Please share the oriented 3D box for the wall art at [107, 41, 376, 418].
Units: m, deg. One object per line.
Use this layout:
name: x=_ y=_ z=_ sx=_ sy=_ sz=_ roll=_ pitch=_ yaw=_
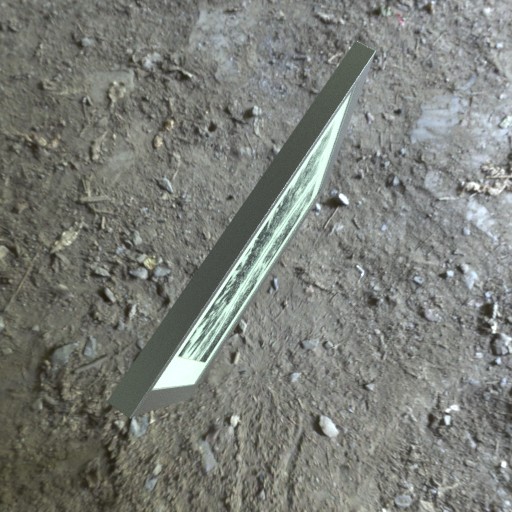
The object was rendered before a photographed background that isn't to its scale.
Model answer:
wall art: x=0.000 y=0.000 z=0.762 sx=0.032 sy=0.456 sz=0.557 roll=32 pitch=77 yaw=8
